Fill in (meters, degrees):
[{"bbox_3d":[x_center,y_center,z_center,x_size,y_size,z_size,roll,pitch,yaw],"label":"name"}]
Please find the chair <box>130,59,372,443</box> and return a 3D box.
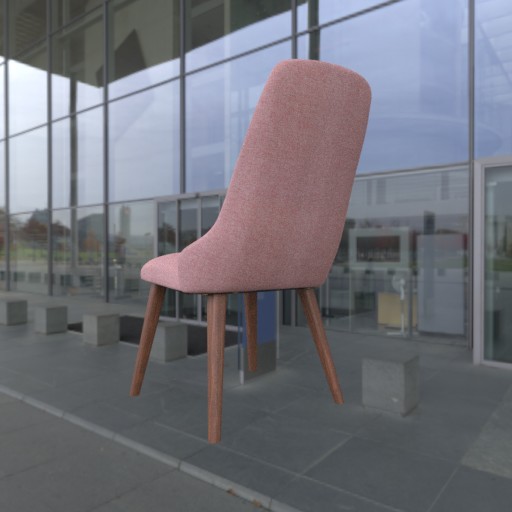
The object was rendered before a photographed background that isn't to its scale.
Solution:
[{"bbox_3d":[0.000,0.000,1.346,0.535,0.918,0.707,0,1,-37],"label":"chair"}]
